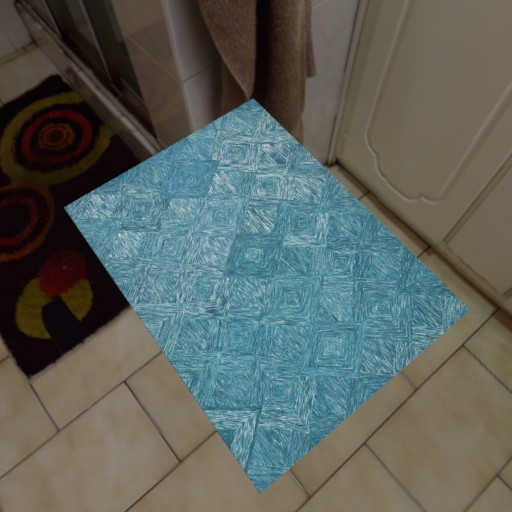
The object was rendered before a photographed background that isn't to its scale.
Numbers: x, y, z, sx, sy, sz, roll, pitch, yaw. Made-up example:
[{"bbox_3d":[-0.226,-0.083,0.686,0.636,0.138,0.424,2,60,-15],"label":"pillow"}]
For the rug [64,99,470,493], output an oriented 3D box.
[{"bbox_3d":[0.000,0.000,4.236,2.405,0.027,3.217,-35,69,-15],"label":"rug"}]
